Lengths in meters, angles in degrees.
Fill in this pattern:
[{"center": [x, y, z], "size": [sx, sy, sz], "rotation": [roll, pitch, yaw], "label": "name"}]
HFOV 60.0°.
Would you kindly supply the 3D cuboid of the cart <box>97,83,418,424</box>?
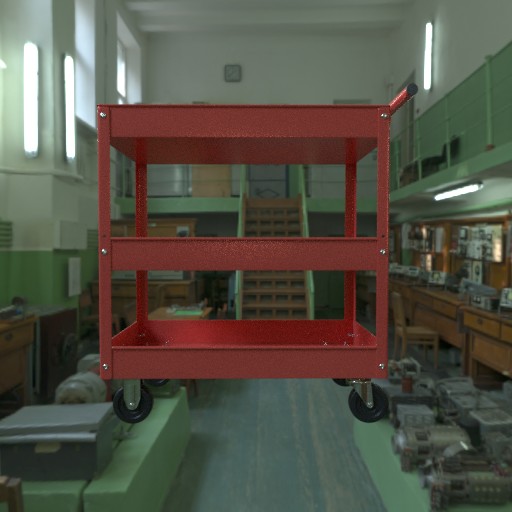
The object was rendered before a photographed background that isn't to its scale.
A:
[{"center": [0.000, 0.000, 1.176], "size": [0.719, 0.780, 0.366], "rotation": [0, 2, 0], "label": "cart"}]
